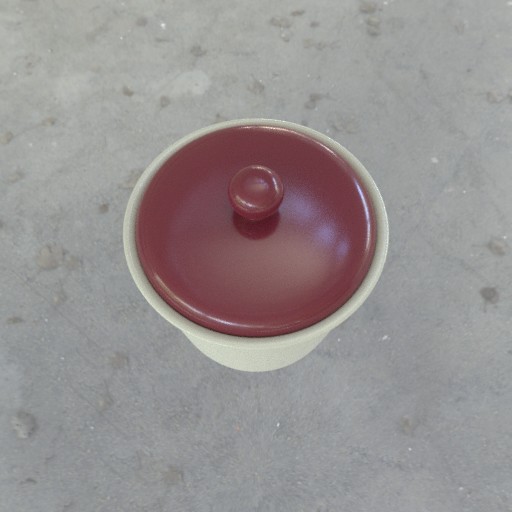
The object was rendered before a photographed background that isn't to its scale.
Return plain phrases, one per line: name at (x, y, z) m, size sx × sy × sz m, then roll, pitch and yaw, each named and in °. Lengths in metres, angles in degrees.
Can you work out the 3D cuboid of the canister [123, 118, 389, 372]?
canister at (0.000, 0.000, 0.357) m, size 0.182 × 0.208 × 0.182 m, roll 0°, pitch 64°, yaw 0°
